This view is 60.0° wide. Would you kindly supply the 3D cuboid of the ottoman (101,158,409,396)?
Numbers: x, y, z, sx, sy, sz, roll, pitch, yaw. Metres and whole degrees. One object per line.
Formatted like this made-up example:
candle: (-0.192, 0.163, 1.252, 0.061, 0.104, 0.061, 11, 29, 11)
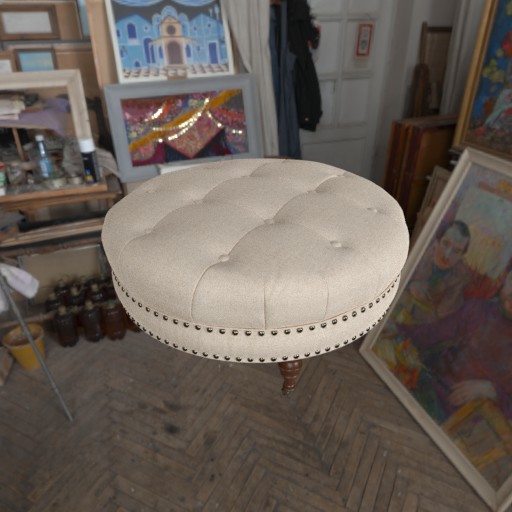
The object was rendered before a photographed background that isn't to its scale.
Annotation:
ottoman: (0.000, 0.000, 1.473, 0.940, 0.483, 0.940, 0, 30, 0)
